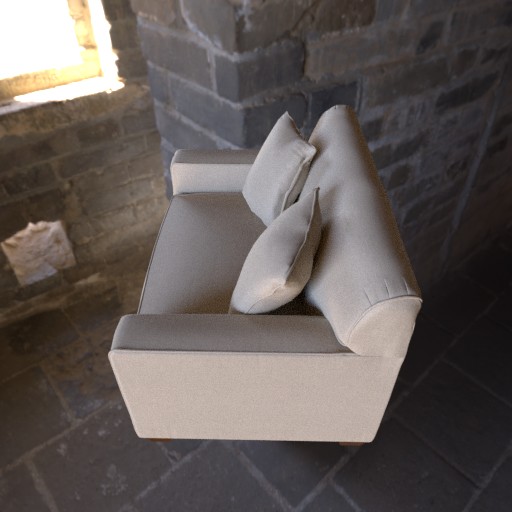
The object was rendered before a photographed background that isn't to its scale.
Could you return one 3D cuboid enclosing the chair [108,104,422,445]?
[{"bbox_3d":[0.000,0.000,2.028,1.000,0.948,1.383,1,41,1],"label":"chair"}]
